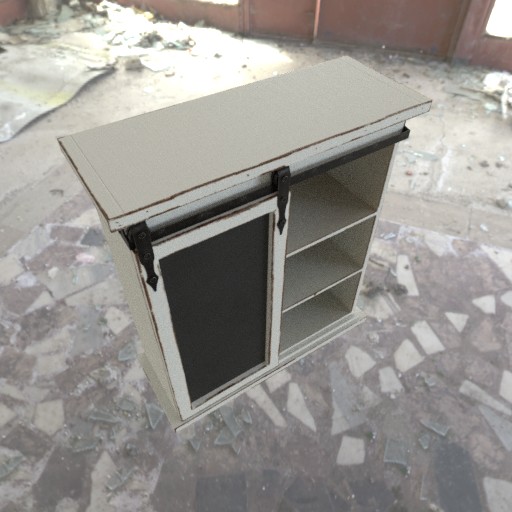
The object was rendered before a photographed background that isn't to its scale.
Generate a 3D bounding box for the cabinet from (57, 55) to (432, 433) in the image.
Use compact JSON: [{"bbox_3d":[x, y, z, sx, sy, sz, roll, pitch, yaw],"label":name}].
[{"bbox_3d":[0.000,0.000,0.889,0.541,0.603,0.210,-25,51,-22],"label":"cabinet"}]
